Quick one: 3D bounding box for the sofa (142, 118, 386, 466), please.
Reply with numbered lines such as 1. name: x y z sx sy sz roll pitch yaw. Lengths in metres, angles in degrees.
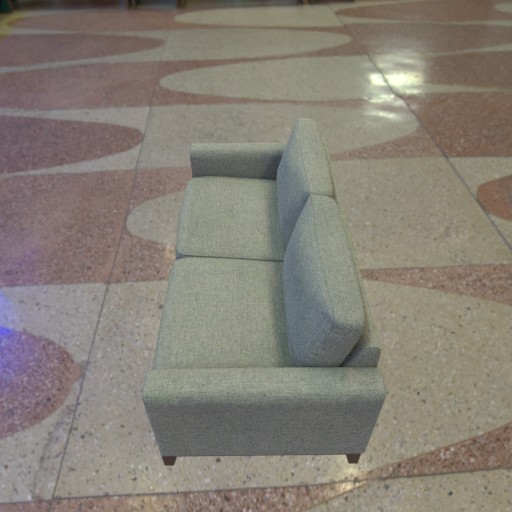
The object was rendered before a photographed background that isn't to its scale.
1. sofa: 0.000 0.000 2.502 0.969 0.892 1.978 0 43 0
